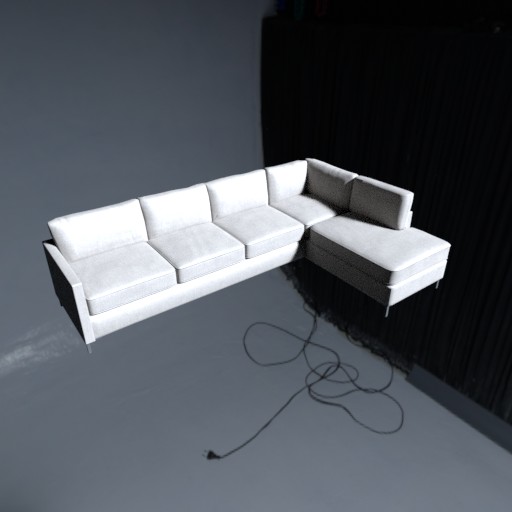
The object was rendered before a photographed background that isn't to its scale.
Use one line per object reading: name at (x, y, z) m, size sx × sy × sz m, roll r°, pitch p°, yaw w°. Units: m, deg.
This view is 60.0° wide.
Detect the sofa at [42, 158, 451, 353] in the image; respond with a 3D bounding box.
sofa at (0.000, 0.000, 4.288) m, size 3.331 × 0.964 × 2.077 m, roll -20°, pitch 35°, yaw -31°
